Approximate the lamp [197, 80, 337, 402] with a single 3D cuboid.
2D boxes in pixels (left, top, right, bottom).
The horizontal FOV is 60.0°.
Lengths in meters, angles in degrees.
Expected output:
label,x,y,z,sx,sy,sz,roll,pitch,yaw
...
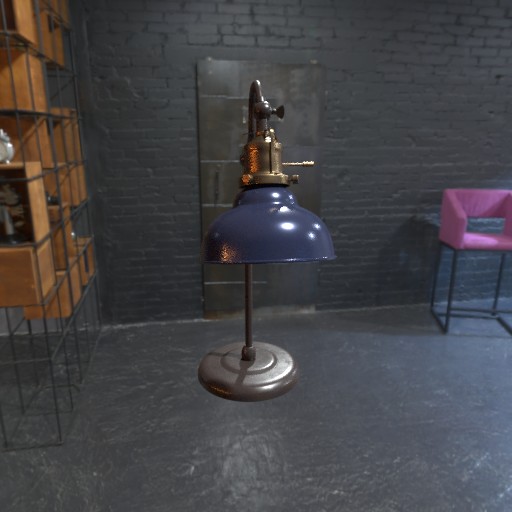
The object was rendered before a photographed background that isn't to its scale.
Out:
label,x,y,z,sx,sy,sz,roll,pitch,yaw
lamp,0.000,0.000,0.685,0.192,0.508,0.374,-2,16,-8
